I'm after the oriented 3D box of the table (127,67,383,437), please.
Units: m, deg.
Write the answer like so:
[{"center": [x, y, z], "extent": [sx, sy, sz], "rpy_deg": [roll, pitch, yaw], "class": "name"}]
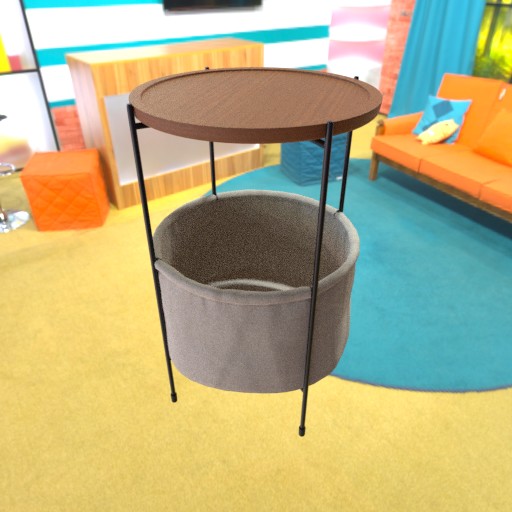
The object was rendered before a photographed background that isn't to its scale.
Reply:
[{"center": [0.000, 0.000, 0.861], "extent": [0.393, 0.623, 0.393], "rpy_deg": [10, 34, 14], "class": "table"}]
